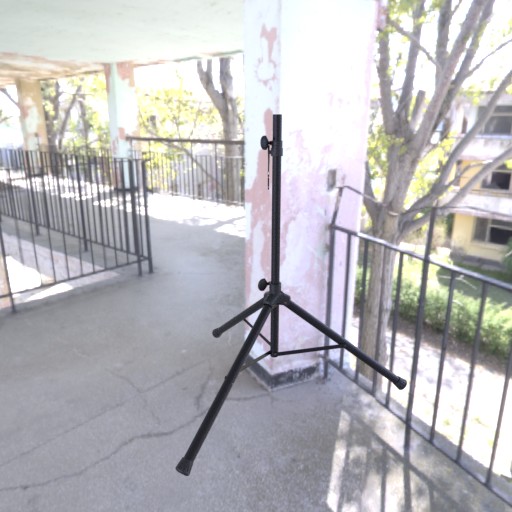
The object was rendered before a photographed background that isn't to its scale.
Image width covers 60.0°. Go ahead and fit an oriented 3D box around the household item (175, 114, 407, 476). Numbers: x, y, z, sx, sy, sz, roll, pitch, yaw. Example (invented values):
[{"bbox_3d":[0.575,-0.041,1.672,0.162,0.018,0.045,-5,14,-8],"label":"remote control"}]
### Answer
[{"bbox_3d":[0.000,0.000,1.876,1.045,1.136,0.907,-9,18,-27],"label":"household item"}]
